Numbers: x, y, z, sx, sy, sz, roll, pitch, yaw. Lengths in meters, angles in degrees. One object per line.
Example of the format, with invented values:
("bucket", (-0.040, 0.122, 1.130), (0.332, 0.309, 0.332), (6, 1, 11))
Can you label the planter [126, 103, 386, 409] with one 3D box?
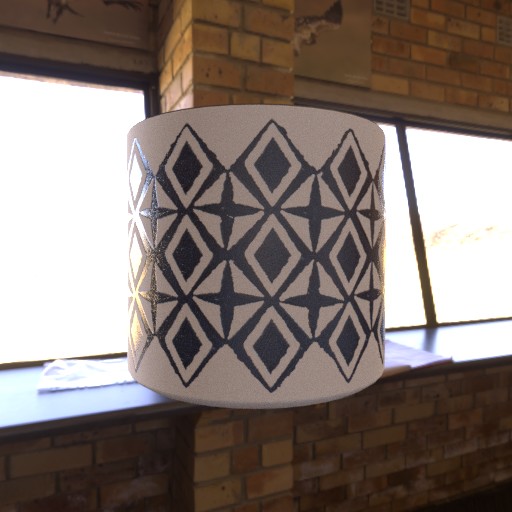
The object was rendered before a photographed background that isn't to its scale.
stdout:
("planter", (0.000, 0.000, 0.323), (0.182, 0.165, 0.182), (0, 1, 0))
